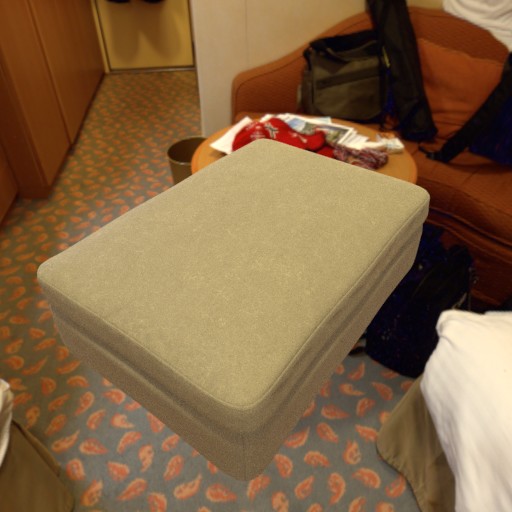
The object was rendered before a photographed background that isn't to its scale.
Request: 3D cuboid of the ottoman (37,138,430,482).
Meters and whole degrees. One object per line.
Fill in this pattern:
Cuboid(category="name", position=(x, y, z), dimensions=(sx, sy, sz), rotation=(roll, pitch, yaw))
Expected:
Cuboid(category="ottoman", position=(0.000, 0.000, 1.584), dimensions=(0.840, 0.429, 1.199), rotation=(25, 46, 27))
